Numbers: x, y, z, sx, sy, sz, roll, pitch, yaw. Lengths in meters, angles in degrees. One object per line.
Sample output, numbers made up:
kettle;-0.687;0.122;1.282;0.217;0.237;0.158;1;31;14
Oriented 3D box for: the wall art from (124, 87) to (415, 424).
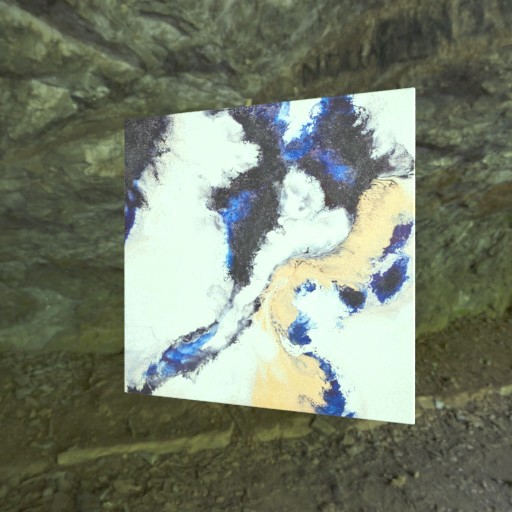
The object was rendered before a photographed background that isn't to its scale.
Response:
wall art;0.000;0.000;1.316;0.887;0.885;0.038;0;0;18
